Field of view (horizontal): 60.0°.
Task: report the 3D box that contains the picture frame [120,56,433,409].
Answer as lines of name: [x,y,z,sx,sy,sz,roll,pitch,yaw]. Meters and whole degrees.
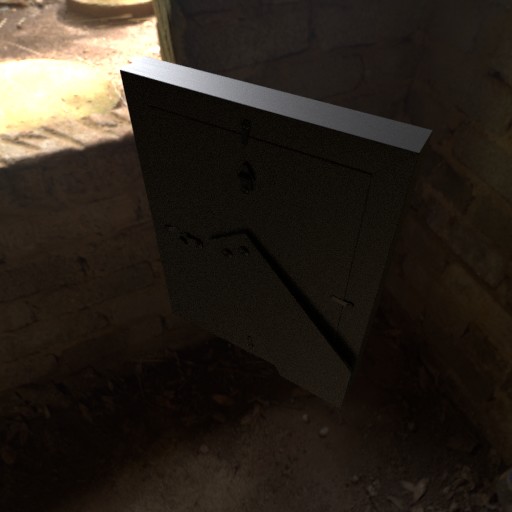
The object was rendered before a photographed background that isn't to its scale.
picture frame: [0.000,0.000,0.281,0.157,0.208,0.028,23,50,21]
